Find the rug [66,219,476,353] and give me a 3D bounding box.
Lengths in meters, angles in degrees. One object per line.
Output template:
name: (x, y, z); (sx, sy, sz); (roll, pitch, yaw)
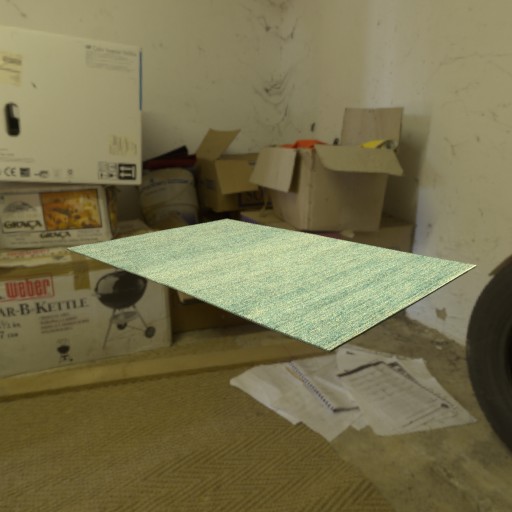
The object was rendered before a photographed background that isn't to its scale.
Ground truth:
rug: (0.000, 0.000, 5.270); (4.078, 0.052, 2.802); (14, 21, 42)
